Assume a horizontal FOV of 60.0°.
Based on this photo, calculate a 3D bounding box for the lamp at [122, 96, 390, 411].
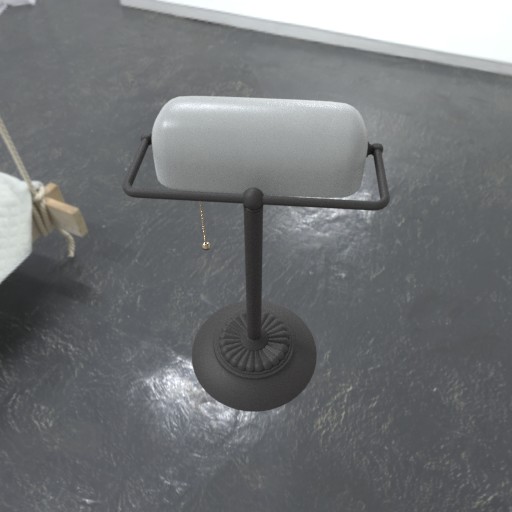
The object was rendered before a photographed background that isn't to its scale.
[{"bbox_3d":[0.000,0.000,0.533,0.264,0.339,0.243,3,48,3],"label":"lamp"}]
